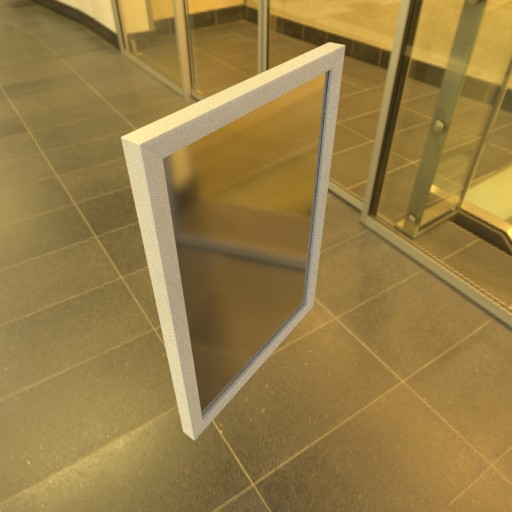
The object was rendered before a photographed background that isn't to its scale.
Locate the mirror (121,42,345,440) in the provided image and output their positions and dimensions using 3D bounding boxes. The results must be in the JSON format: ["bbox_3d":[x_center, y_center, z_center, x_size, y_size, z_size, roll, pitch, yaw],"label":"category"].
[{"bbox_3d":[0.000,0.000,0.914,0.040,0.710,0.507,26,47,27],"label":"mirror"}]
